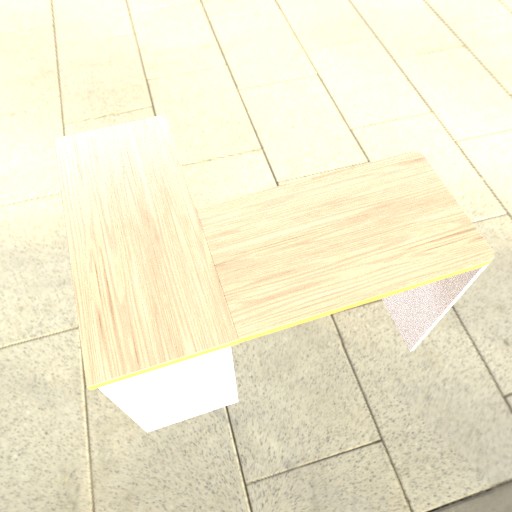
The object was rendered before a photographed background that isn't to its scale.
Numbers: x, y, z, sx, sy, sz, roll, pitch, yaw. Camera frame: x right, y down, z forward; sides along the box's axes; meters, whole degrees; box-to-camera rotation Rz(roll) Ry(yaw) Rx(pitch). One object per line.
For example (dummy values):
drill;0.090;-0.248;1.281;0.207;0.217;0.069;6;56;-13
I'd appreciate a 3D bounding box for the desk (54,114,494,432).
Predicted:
desk;0.000;0.000;1.724;1.170;0.760;0.900;-16;60;-10
